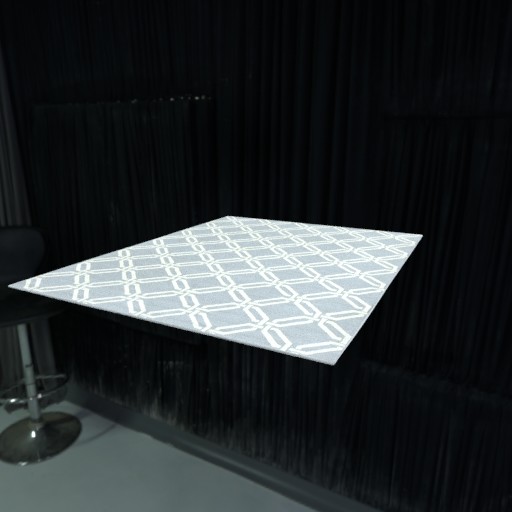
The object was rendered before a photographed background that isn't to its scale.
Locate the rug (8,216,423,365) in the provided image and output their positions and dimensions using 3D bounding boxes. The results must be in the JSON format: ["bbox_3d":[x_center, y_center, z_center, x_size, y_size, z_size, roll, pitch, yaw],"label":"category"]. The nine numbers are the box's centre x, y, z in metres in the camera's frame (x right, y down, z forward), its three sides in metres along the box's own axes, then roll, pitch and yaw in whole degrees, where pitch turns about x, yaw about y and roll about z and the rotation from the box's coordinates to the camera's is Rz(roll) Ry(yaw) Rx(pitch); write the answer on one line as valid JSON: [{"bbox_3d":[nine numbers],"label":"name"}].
[{"bbox_3d":[0.000,0.000,3.732,2.288,0.018,2.895,8,17,26],"label":"rug"}]
